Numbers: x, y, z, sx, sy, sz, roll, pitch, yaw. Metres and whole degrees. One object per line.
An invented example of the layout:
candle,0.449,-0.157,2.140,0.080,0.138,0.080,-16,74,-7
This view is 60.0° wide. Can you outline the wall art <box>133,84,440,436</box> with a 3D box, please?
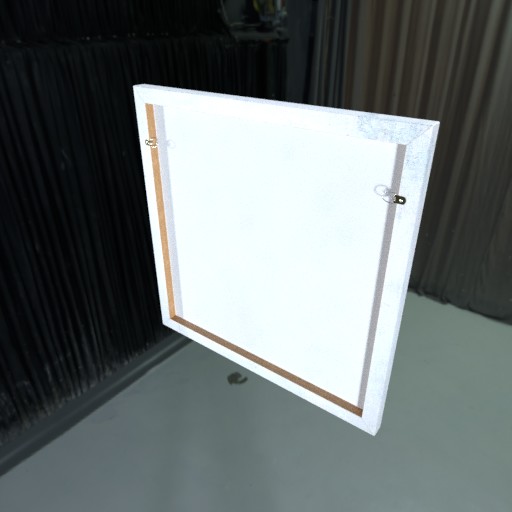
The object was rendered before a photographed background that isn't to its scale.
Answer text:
wall art,0.000,0.000,1.132,0.762,0.762,0.041,20,34,32
